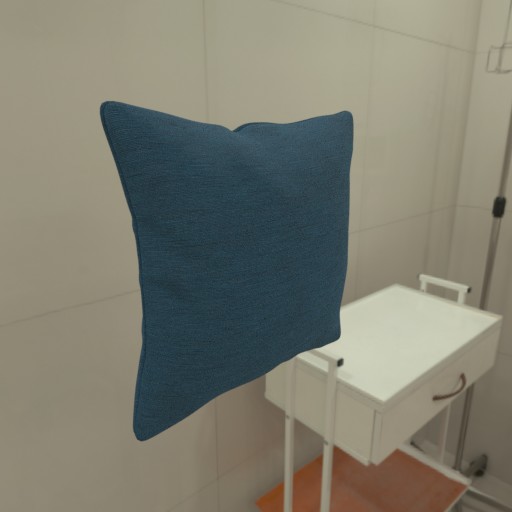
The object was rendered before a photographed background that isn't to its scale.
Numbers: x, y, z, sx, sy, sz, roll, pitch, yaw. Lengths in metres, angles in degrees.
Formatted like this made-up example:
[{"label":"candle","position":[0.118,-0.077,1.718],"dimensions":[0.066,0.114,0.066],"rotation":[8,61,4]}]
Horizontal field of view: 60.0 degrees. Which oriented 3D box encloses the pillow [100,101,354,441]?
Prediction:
[{"label":"pillow","position":[0.000,0.000,0.656],"dimensions":[0.437,0.420,0.177],"rotation":[-15,22,-41]}]
